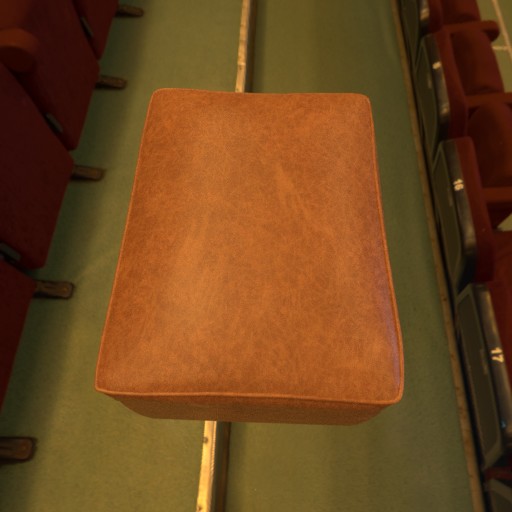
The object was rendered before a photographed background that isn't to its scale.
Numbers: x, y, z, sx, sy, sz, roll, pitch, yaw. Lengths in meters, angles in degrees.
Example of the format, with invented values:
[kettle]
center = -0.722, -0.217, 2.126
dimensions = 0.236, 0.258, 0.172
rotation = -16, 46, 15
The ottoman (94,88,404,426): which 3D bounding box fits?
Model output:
[ottoman]
center = 0.000, 0.000, 1.088
dimensions = 0.554, 0.468, 0.756
rotation = 2, 62, 1
